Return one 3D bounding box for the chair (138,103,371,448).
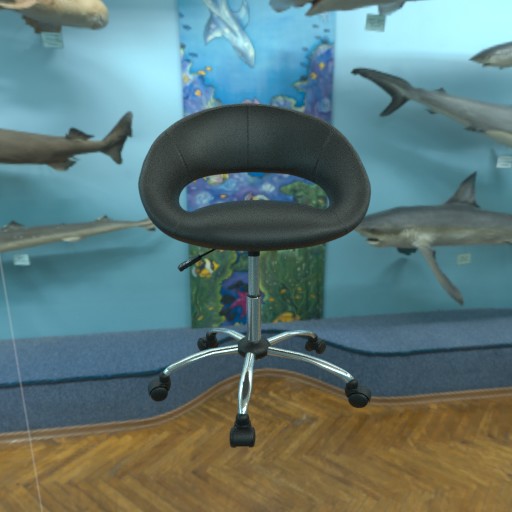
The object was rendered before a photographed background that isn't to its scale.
[{"bbox_3d":[0.000,0.000,1.178,0.612,0.791,0.538,-2,16,-6],"label":"chair"}]
